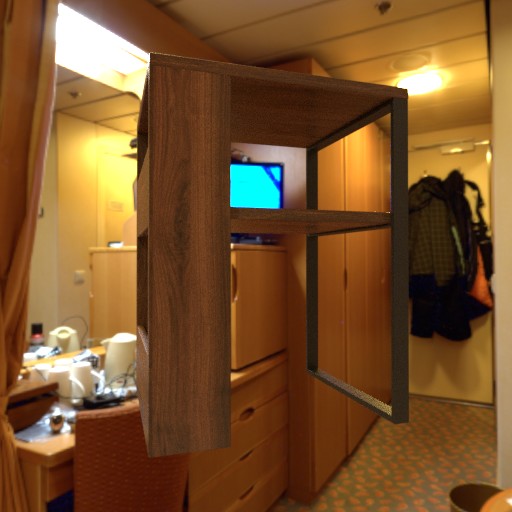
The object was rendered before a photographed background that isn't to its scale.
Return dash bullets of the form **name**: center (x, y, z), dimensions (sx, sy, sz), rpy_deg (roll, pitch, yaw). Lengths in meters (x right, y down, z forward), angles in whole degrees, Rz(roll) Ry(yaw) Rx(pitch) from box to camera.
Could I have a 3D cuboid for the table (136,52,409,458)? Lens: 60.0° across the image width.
- **table**: center (0.000, 0.000, 1.568), dimensions (0.786, 1.041, 0.660), rpy_deg (0, -1, -18)
